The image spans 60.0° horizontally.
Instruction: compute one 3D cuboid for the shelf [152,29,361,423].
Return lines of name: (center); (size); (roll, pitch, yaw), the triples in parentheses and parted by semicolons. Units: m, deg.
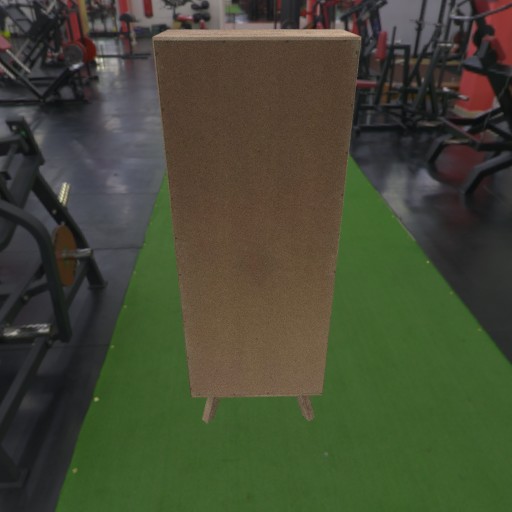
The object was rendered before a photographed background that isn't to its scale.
shelf: (0.000, 0.000, 1.488); (0.491, 1.342, 0.267); (-1, 31, -1)
